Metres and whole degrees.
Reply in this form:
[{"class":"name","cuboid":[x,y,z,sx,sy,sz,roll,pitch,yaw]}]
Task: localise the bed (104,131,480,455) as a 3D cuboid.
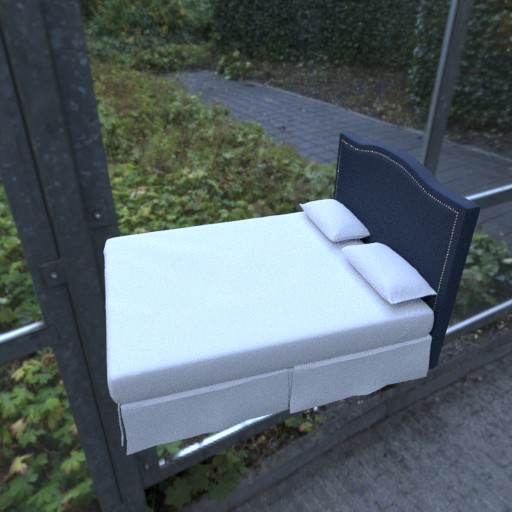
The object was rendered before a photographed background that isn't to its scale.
[{"class":"bed","cuboid":[0.000,0.000,3.353,2.282,1.436,1.821,-9,32,-14]}]
